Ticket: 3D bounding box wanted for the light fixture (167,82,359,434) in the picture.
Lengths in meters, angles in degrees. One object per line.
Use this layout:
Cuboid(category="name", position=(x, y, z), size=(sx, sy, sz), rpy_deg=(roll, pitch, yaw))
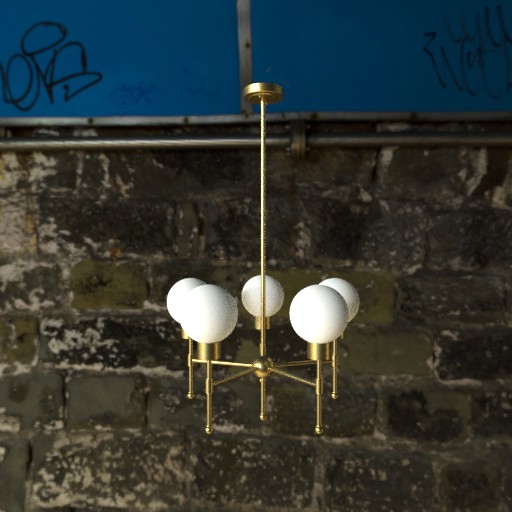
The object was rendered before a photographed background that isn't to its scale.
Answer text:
Cuboid(category="light fixture", position=(0.000, 0.000, 1.798), size=(0.785, 1.331, 0.815), rpy_deg=(0, 1, 18))
